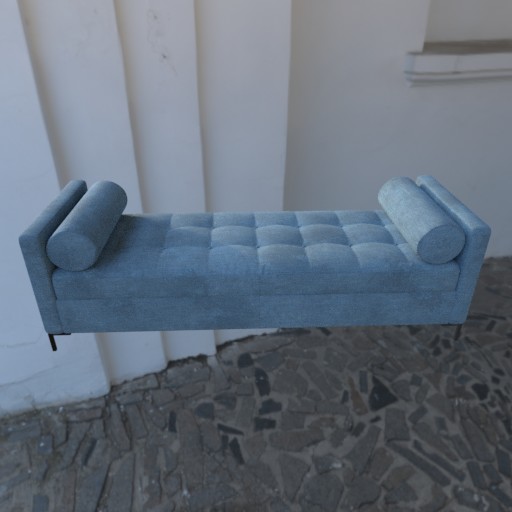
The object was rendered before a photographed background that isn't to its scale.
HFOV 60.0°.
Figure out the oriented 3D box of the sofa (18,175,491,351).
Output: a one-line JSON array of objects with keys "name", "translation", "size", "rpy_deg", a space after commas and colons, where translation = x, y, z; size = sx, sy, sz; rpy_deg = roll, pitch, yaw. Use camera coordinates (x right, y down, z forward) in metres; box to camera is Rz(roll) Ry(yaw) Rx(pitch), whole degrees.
[{"name": "sofa", "translation": [0.000, 0.000, 2.279], "size": [1.981, 0.635, 0.686], "rpy_deg": [-1, 29, -2]}]
